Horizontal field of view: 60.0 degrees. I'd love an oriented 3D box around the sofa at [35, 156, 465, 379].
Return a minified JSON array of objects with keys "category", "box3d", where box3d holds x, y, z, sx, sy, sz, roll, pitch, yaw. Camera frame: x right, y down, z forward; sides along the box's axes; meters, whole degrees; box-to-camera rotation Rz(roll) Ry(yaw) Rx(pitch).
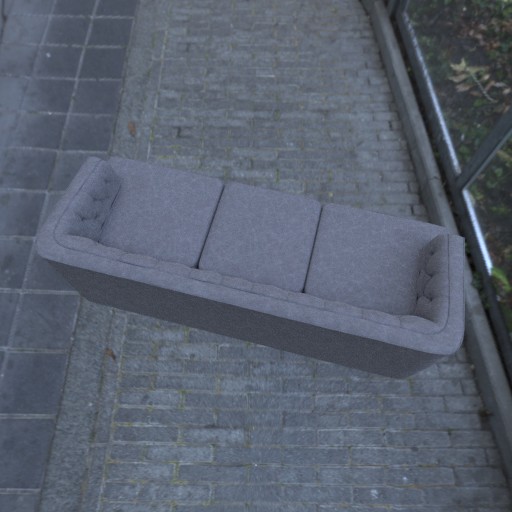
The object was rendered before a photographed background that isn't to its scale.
[{"category":"sofa","box3d":[0.000,0.000,2.668,2.247,0.806,0.917,13,65,6]}]
